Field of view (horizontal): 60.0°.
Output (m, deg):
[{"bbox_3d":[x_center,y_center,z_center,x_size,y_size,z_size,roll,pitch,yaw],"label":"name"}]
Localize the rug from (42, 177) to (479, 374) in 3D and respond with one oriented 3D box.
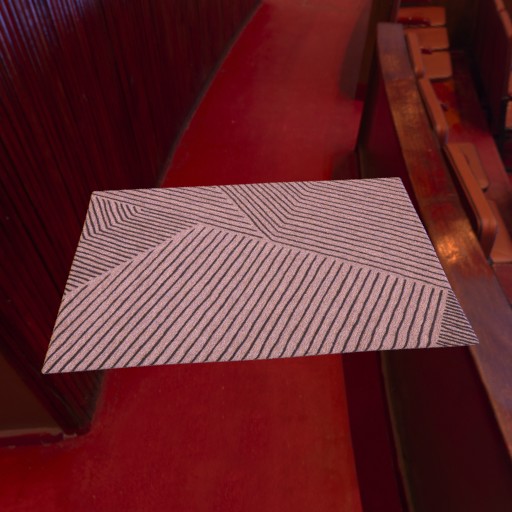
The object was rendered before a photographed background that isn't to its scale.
[{"bbox_3d":[0.000,0.000,2.941,2.406,0.023,1.539,-3,47,-3],"label":"rug"}]
